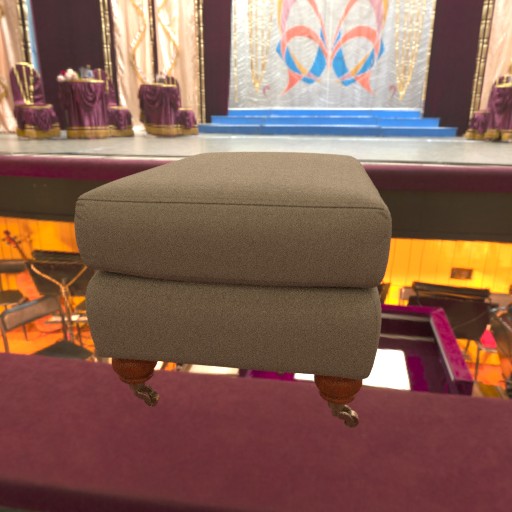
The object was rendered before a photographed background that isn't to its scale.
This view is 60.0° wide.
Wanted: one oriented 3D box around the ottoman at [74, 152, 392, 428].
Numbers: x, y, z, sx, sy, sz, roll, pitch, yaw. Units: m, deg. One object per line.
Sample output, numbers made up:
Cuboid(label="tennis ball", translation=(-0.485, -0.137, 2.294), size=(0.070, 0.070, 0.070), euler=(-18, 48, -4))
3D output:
Cuboid(label="ottoman", translation=(0.000, 0.000, 1.148), size=(0.569, 0.499, 0.773), euler=(3, 18, 9))
